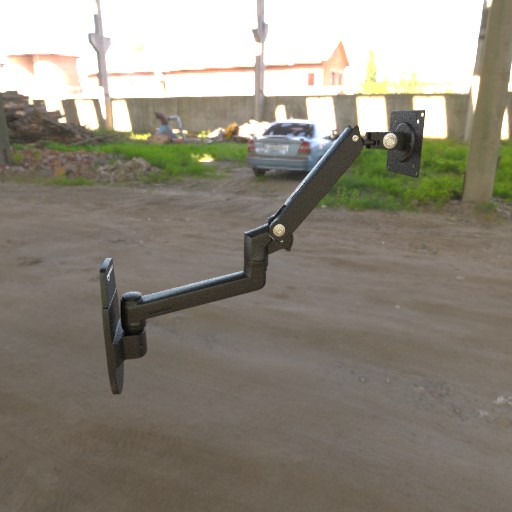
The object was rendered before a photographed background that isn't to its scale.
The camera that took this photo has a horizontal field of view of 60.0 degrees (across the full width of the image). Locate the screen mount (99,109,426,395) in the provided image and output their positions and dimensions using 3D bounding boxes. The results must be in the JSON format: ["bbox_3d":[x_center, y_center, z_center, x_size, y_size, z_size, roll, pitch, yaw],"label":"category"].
[{"bbox_3d":[0.000,0.000,0.744,0.495,0.466,0.115,-3,17,-9],"label":"screen mount"}]
